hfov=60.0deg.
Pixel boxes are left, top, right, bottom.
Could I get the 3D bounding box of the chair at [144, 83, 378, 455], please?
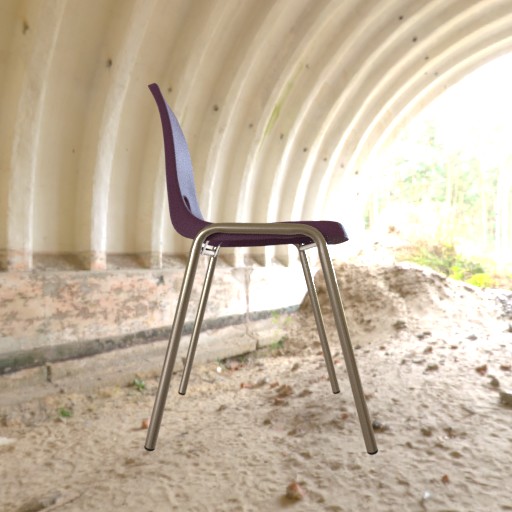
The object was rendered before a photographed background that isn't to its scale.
[{"bbox_3d":[0.000,0.000,0.968,0.432,0.704,0.381,0,-1,0],"label":"chair"}]
